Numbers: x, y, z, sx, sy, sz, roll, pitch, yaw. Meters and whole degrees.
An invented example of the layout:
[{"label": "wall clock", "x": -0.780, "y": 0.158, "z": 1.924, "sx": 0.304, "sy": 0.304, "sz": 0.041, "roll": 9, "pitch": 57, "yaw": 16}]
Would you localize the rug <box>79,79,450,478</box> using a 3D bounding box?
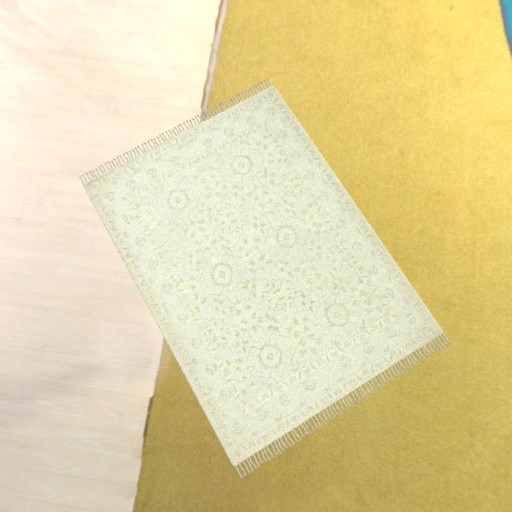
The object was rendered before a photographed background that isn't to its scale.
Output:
[{"label": "rug", "x": 0.000, "y": 0.000, "z": 2.331, "sx": 1.223, "sy": 0.015, "sz": 1.771, "roll": -30, "pitch": 78, "yaw": -7}]
